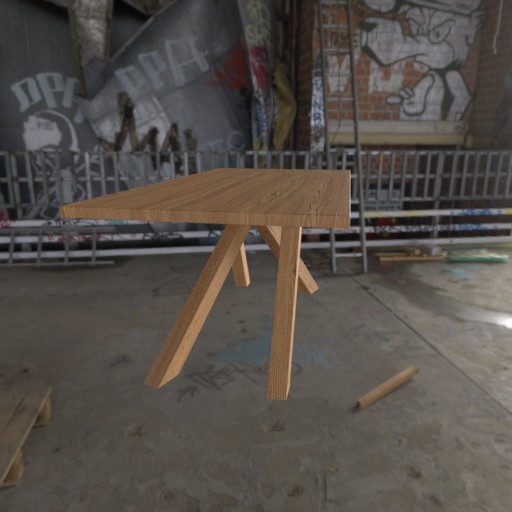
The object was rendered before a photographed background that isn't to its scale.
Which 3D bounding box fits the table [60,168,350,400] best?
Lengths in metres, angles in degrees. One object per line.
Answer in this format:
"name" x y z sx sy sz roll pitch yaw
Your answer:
"table" 0.000 0.000 2.261 0.901 0.750 1.797 3 15 11
